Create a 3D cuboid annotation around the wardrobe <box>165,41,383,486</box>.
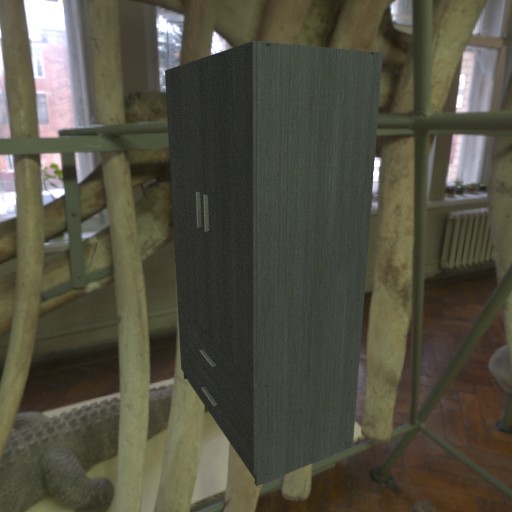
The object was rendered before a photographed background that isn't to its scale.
[{"bbox_3d":[0.000,0.000,2.246,0.577,1.808,0.991,-9,19,-26],"label":"wardrobe"}]
